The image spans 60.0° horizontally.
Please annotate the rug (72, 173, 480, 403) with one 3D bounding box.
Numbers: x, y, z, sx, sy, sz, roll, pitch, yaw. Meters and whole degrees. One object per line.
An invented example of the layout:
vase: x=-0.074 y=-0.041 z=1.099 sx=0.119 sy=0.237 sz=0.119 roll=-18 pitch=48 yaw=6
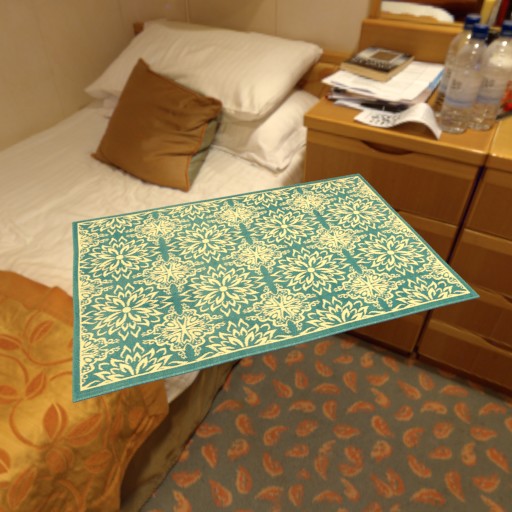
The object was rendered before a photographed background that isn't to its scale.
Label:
rug: x=0.000 y=0.000 z=3.503 sx=2.769 sy=0.018 sz=1.830 roll=-12 pitch=42 yaw=-13
